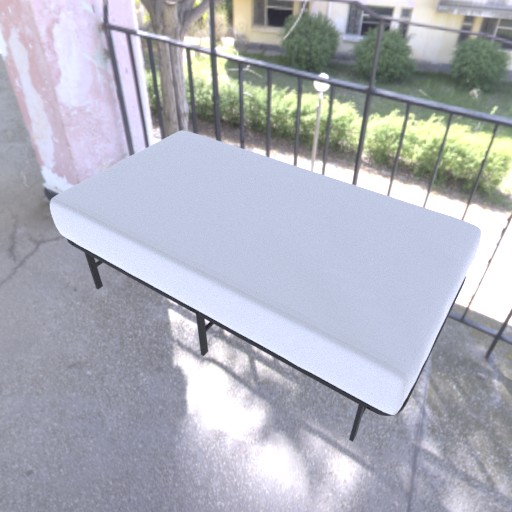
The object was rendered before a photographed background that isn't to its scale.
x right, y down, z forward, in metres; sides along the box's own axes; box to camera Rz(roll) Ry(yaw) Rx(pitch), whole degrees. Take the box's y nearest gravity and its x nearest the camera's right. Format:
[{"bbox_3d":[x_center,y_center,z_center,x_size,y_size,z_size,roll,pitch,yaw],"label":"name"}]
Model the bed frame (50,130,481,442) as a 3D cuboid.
[{"bbox_3d":[0.000,0.000,2.318,1.908,0.640,1.025,24,46,26],"label":"bed frame"}]
